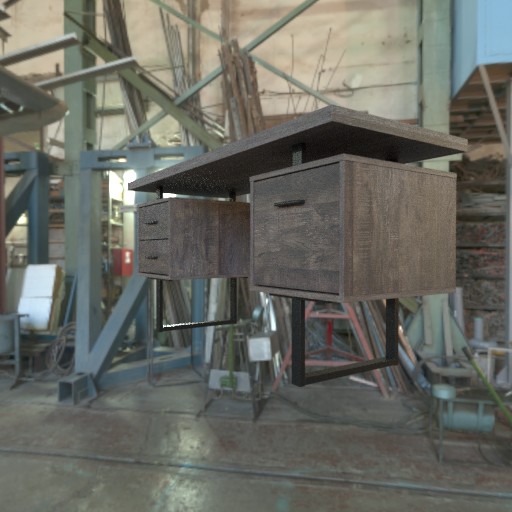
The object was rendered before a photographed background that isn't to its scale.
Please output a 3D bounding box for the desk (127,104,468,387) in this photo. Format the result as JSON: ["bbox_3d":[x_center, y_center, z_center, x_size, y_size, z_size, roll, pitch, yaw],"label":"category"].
[{"bbox_3d":[0.000,0.000,1.884,0.600,0.760,1.524,0,1,-35],"label":"desk"}]
